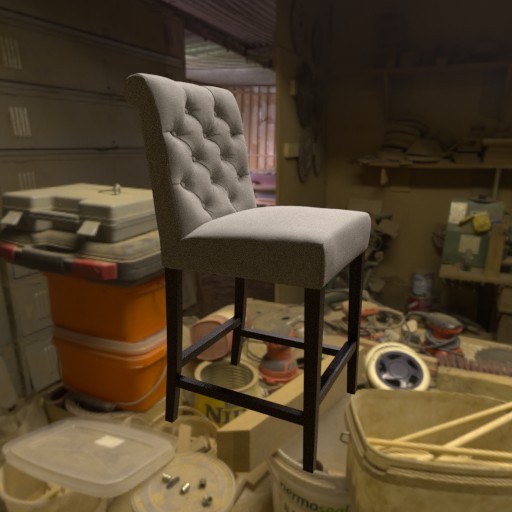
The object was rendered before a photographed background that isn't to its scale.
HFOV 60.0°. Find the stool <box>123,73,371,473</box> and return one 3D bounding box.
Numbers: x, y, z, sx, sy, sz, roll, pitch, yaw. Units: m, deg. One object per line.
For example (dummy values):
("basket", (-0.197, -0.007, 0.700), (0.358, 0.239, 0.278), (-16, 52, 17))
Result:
("stool", (0.000, 0.000, 1.376), (0.601, 1.040, 0.493), (7, 16, 26))
